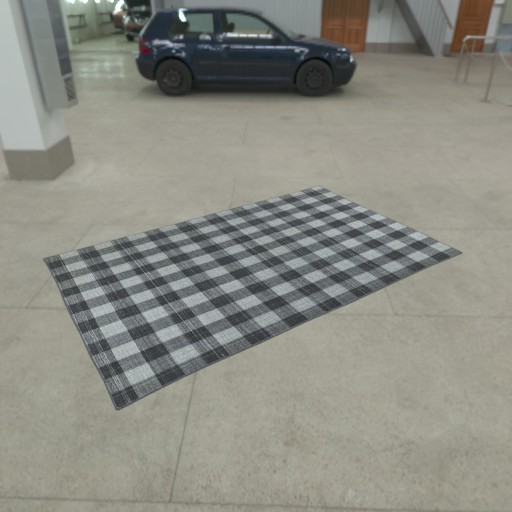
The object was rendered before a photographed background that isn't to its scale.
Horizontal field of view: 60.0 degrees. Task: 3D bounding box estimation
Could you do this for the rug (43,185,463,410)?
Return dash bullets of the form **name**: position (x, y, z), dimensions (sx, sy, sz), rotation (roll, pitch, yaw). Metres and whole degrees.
- **rug**: position (0.000, 0.000, 3.063), dimensions (2.476, 0.011, 1.554), rotation (-18, 35, -29)
